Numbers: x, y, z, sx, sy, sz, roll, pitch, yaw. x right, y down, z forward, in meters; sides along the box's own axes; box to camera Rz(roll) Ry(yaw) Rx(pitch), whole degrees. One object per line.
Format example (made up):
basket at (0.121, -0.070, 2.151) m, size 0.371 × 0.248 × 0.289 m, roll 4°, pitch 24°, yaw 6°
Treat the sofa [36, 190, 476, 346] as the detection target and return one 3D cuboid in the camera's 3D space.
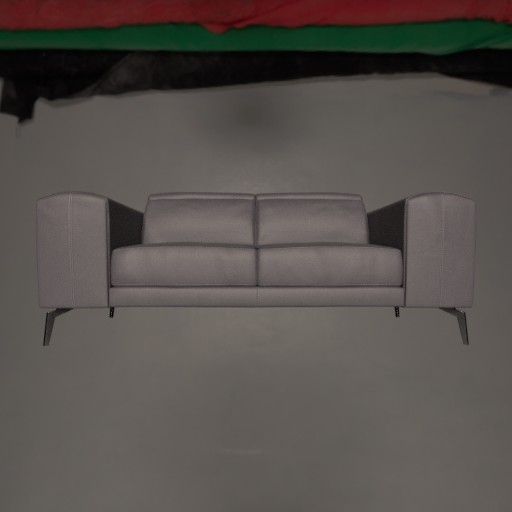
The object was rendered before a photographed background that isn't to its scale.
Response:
sofa at (0.000, 0.000, 2.356) m, size 1.895 × 0.779 × 1.003 m, roll 0°, pitch 0°, yaw -1°
